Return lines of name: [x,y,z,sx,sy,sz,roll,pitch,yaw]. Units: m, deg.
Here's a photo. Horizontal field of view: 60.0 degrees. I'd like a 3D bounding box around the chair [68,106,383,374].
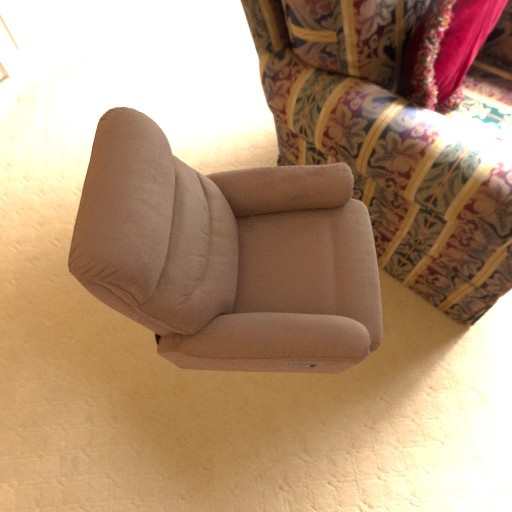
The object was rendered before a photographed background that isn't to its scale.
chair: [0.000,0.000,1.715,1.004,1.037,0.820,1,64,0]
